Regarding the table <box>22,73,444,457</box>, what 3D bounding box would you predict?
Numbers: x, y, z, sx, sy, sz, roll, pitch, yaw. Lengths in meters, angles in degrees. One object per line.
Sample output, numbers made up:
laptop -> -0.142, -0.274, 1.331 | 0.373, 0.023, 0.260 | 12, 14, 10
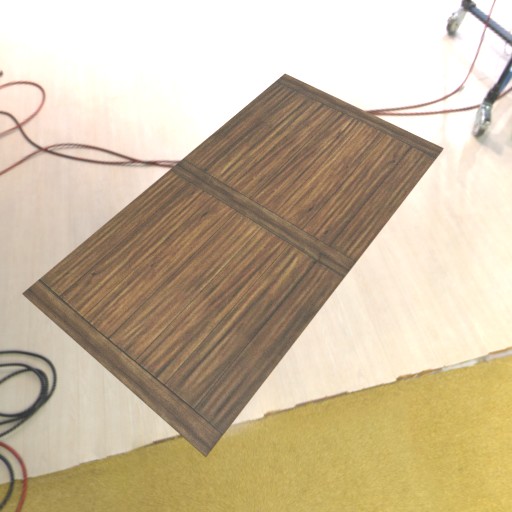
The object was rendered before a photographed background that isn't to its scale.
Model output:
table -> 0.000, 0.000, 2.518 | 1.071, 0.793, 1.966 | 33, 63, 19
